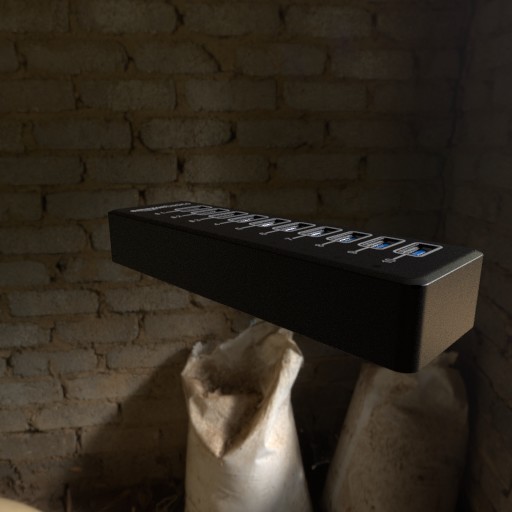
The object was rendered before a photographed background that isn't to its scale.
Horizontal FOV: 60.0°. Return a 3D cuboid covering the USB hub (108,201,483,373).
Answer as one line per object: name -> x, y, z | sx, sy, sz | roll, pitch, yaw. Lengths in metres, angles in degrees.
USB hub -> 0.000, 0.000, 0.165 | 0.145, 0.023, 0.044 | 14, 21, 42
